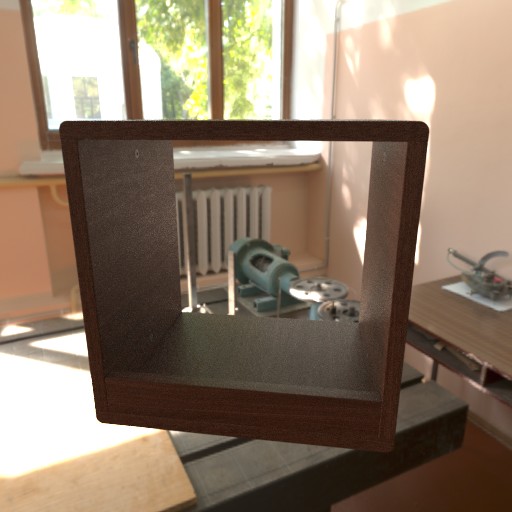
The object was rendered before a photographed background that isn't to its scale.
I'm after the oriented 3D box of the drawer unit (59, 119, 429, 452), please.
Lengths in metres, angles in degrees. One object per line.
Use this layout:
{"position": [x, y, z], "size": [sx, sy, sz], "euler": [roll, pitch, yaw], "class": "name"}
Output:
{"position": [0.000, 0.000, 0.598], "size": [0.349, 0.351, 0.290], "euler": [3, 18, 8], "class": "drawer unit"}
